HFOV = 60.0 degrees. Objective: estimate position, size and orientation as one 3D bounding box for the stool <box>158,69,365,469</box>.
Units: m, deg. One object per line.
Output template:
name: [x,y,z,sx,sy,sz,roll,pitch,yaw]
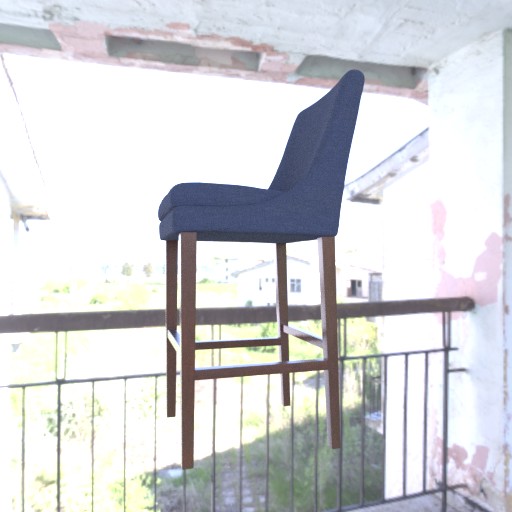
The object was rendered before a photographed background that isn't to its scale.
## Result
stool: [0.000,0.000,1.389,0.577,1.078,0.470,0,-1,-17]
